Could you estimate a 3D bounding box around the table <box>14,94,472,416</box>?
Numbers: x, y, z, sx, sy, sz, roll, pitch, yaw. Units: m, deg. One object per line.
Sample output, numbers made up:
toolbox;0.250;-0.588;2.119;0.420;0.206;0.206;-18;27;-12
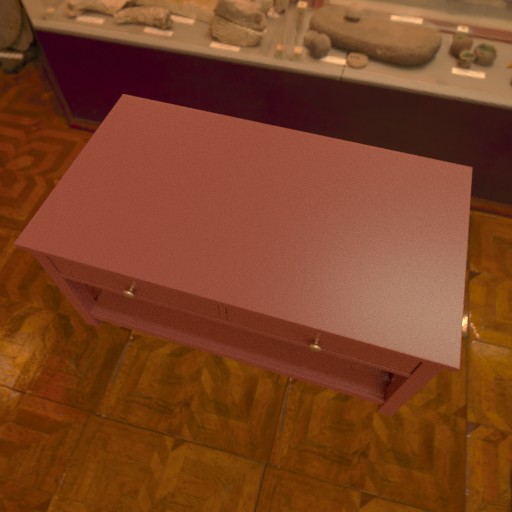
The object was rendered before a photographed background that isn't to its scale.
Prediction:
table;0.000;0.000;1.364;1.068;0.493;0.612;15;59;9
